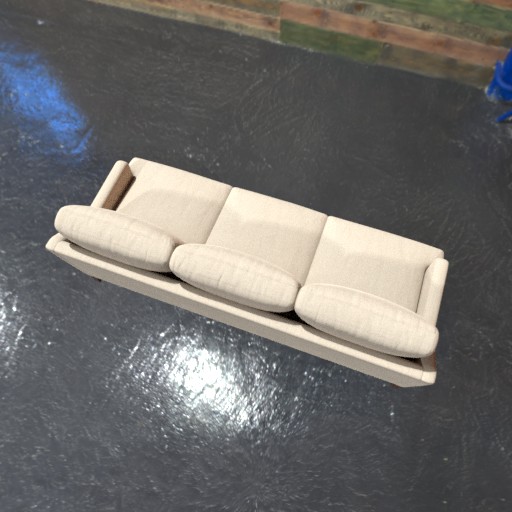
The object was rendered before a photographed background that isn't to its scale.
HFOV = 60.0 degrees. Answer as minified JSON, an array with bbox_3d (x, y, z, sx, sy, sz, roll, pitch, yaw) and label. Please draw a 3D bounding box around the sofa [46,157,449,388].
[{"bbox_3d":[0.000,0.000,2.858,2.321,0.913,1.000,18,64,9],"label":"sofa"}]
